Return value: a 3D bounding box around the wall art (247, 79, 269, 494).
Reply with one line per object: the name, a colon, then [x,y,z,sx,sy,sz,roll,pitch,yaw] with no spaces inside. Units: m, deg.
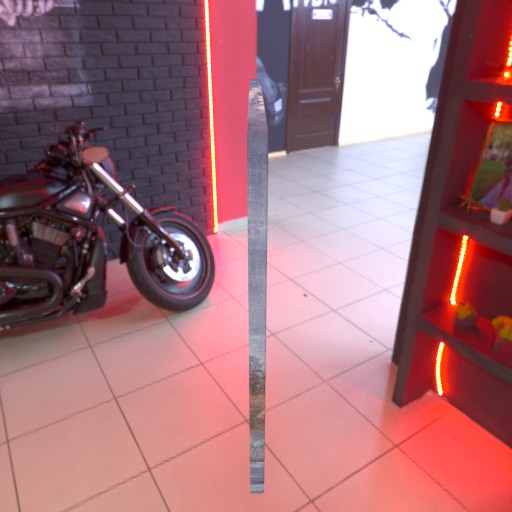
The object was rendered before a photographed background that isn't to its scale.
wall art: [0.000,0.000,1.490,0.040,1.020,1.010,0,27,0]
